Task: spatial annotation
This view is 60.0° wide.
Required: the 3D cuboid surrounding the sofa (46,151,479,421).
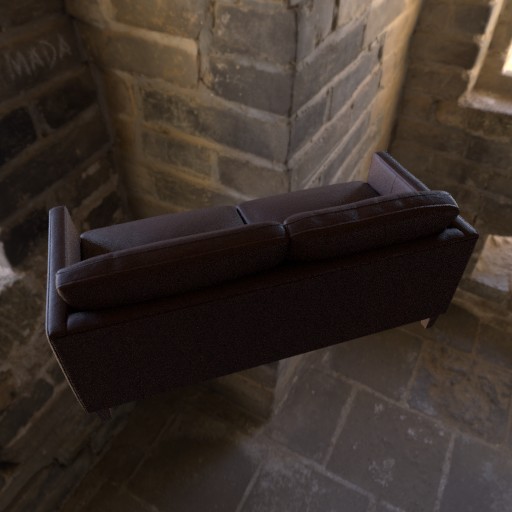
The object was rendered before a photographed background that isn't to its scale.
[{"bbox_3d":[0.000,0.000,2.356,1.971,0.863,0.923,-12,43,-14],"label":"sofa"}]
